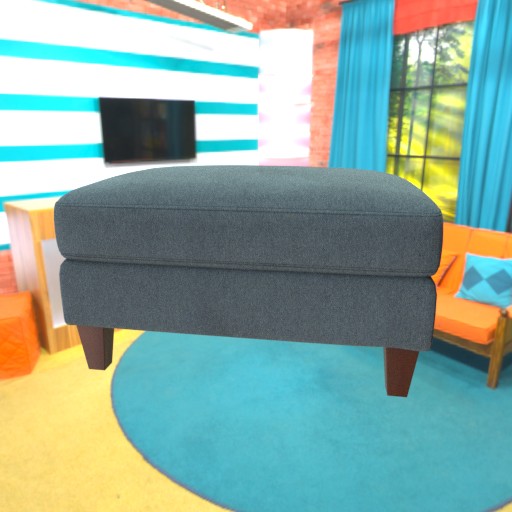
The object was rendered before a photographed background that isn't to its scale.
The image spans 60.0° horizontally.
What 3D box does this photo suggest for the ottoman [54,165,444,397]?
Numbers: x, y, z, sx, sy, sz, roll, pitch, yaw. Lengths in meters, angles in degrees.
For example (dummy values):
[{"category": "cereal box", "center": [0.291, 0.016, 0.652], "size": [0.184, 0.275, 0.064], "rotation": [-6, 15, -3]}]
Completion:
[{"category": "ottoman", "center": [0.000, 0.000, 1.229], "size": [0.864, 0.483, 0.584], "rotation": [3, 16, 9]}]
